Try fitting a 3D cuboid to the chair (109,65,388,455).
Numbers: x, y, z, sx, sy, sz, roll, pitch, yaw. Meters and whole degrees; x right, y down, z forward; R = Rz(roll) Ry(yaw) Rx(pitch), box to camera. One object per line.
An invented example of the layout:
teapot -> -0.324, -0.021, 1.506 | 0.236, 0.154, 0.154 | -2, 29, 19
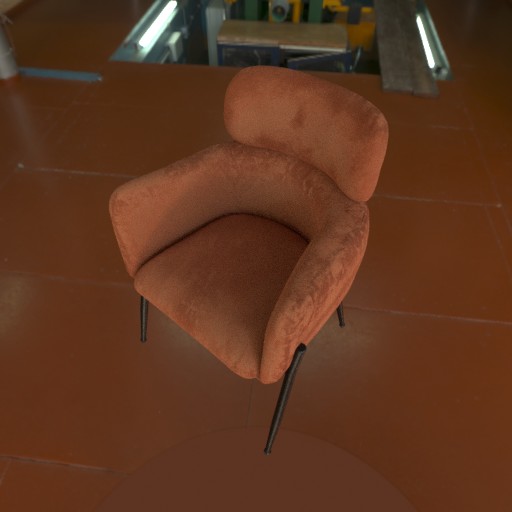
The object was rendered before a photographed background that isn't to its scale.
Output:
chair -> 0.000, 0.000, 1.145 | 0.561, 0.772, 0.523 | 33, 55, 27
